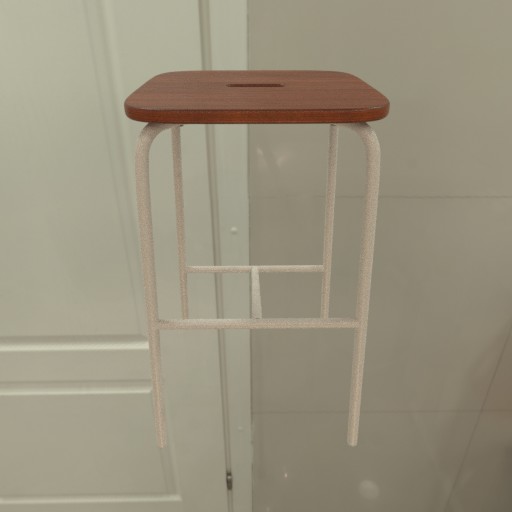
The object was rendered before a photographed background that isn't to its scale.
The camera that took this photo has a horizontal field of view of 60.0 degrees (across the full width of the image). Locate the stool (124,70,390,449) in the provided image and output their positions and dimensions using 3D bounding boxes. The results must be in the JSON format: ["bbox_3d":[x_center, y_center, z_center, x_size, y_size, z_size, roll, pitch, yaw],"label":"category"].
[{"bbox_3d":[0.000,0.000,0.839,0.376,0.610,0.376,0,30,-1],"label":"stool"}]
